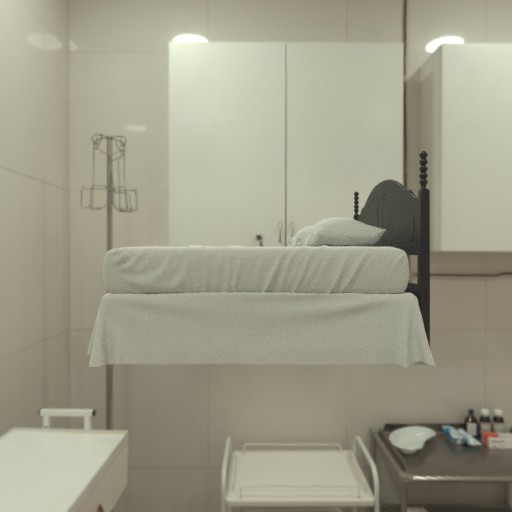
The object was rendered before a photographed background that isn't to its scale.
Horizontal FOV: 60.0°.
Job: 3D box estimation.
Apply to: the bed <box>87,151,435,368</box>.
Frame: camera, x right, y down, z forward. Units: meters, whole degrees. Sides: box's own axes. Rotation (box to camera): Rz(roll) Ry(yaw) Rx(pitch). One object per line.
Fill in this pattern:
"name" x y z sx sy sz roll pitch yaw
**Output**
"bed" 0.000 0.000 3.763 2.219 1.355 2.322 0 0 0
